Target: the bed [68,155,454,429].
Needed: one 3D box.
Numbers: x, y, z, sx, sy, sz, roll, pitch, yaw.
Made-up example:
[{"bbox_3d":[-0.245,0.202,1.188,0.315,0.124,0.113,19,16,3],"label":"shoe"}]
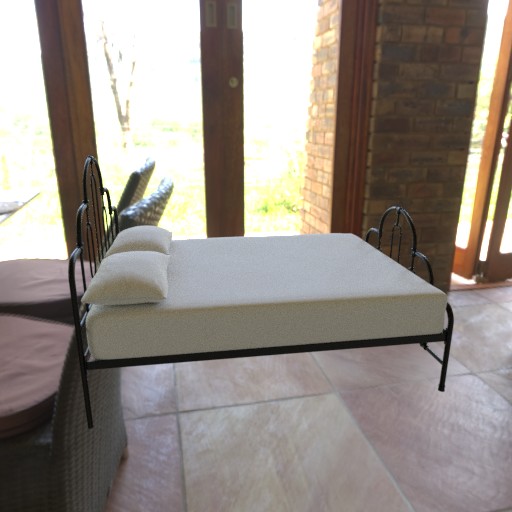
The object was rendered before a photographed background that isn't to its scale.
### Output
[{"bbox_3d":[0.000,0.000,3.206,2.181,1.444,1.626,-3,17,-9],"label":"bed"}]
